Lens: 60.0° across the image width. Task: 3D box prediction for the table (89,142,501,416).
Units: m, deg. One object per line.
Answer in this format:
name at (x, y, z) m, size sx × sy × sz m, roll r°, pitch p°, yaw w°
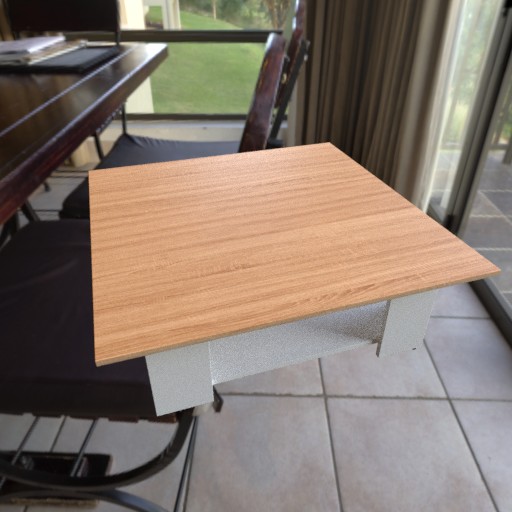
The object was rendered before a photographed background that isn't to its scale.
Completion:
table at (0.000, 0.000, 1.334) m, size 0.890 × 0.305 × 0.890 m, roll -10°, pitch 35°, yaw -15°
